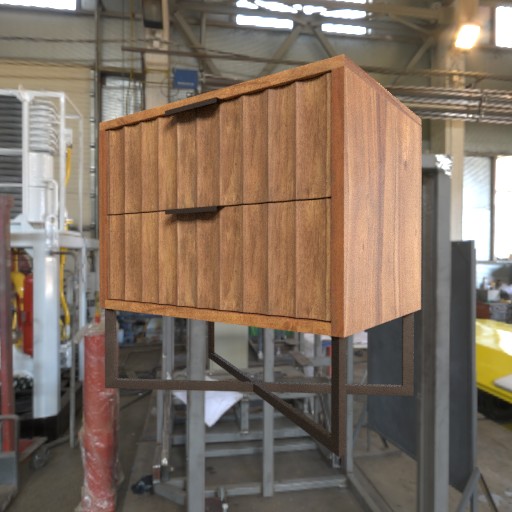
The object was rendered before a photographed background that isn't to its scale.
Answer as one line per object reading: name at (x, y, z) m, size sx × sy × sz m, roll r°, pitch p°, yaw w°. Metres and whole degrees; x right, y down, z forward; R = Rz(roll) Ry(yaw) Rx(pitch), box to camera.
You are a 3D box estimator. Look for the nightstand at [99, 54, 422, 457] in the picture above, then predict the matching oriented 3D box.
nightstand at (0.000, 0.000, 1.009) m, size 0.613 × 0.615 × 0.427 m, roll 0°, pitch 1°, yaw 36°
